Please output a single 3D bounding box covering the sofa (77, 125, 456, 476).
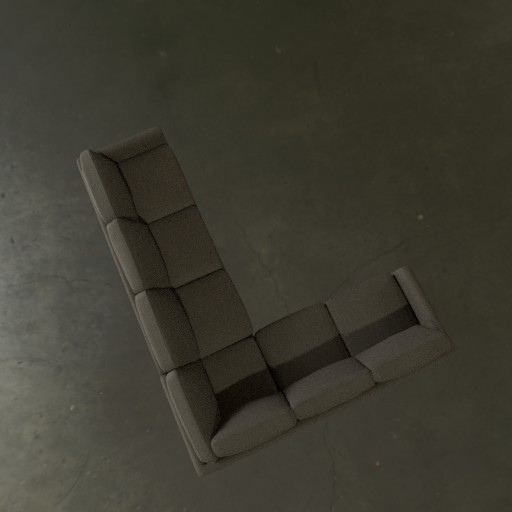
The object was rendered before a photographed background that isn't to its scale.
[{"bbox_3d":[0.000,0.000,4.487,2.593,0.947,3.302,-24,78,-5],"label":"sofa"}]
